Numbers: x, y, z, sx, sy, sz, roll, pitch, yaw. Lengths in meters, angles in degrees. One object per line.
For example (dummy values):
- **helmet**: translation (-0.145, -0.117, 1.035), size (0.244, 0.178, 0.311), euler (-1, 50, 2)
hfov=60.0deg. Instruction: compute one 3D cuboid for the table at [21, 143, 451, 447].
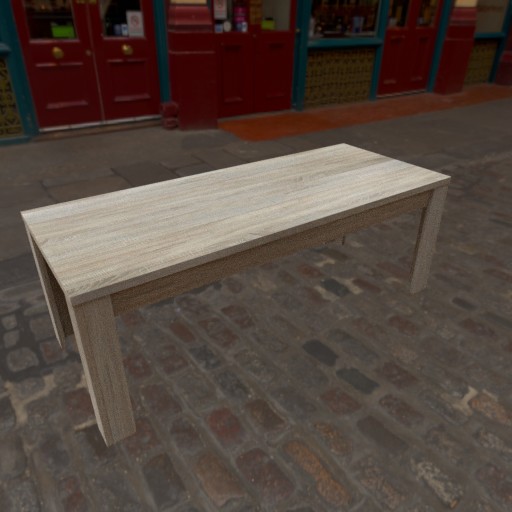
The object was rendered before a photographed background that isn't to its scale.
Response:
- **table**: translation (0.000, 0.000, 2.602), size (2.200, 0.790, 0.900), euler (-19, 34, -30)
